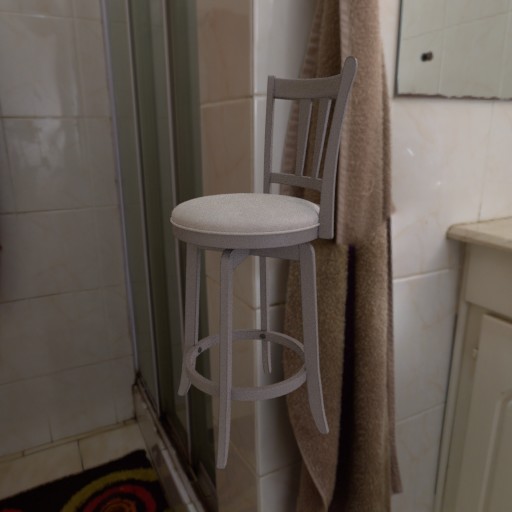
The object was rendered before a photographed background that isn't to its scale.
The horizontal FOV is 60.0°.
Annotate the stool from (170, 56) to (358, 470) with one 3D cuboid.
[{"bbox_3d":[0.000,0.000,1.277,0.475,1.023,0.436,-7,17,-24],"label":"stool"}]
